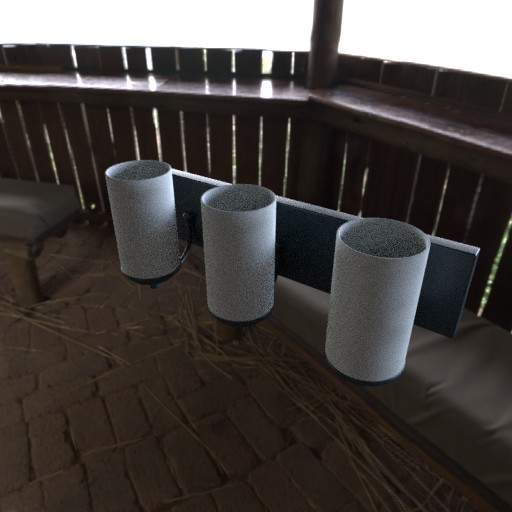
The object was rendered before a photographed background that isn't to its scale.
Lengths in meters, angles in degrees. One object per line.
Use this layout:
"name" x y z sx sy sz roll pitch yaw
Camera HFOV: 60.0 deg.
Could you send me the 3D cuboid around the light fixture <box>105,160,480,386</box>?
"light fixture" 0.000 0.000 0.532 0.451 0.172 0.145 19 35 30
